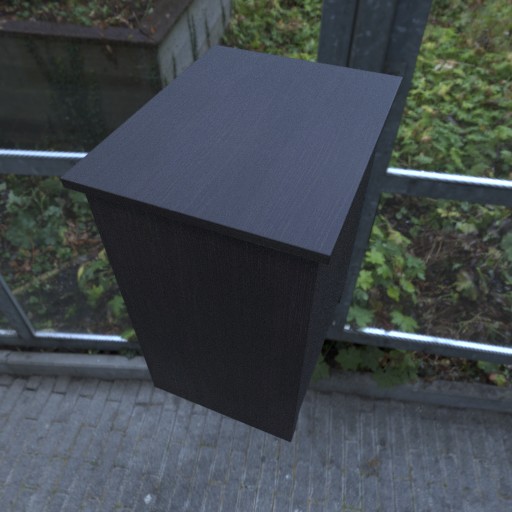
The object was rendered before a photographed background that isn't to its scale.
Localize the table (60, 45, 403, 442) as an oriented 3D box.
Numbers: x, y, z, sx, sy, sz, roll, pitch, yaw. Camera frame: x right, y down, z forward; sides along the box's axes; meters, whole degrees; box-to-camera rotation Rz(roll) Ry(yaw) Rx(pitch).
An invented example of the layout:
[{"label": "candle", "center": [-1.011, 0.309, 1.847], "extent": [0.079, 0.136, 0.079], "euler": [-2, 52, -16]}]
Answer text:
[{"label": "table", "center": [0.000, 0.000, 0.937], "extent": [0.381, 0.635, 0.480], "euler": [17, 49, 15]}]
